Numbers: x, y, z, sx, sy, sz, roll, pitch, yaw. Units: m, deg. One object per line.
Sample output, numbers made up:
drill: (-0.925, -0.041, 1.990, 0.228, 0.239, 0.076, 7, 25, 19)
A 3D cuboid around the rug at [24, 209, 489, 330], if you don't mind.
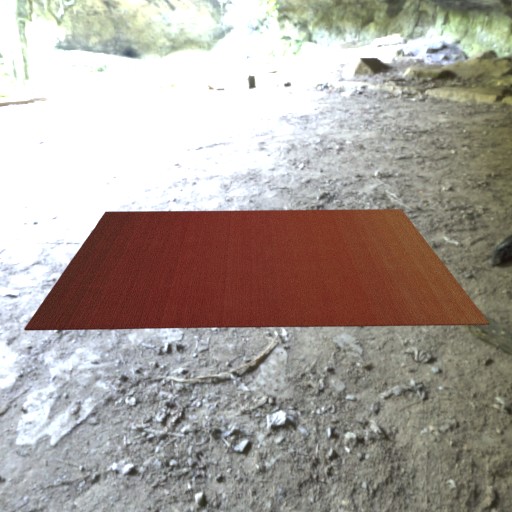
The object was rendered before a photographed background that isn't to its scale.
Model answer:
rug: (0.000, 0.000, 2.983, 2.442, 0.010, 1.531, -1, 29, -1)
